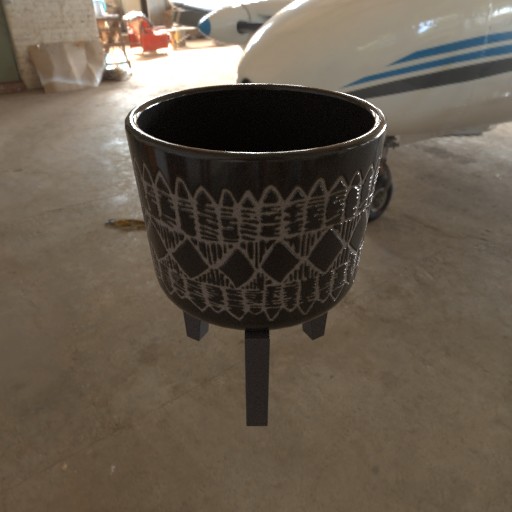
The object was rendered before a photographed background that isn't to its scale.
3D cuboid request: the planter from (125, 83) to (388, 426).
[{"bbox_3d":[0.000,0.000,0.410,0.196,0.264,0.196,0,33,-1],"label":"planter"}]
